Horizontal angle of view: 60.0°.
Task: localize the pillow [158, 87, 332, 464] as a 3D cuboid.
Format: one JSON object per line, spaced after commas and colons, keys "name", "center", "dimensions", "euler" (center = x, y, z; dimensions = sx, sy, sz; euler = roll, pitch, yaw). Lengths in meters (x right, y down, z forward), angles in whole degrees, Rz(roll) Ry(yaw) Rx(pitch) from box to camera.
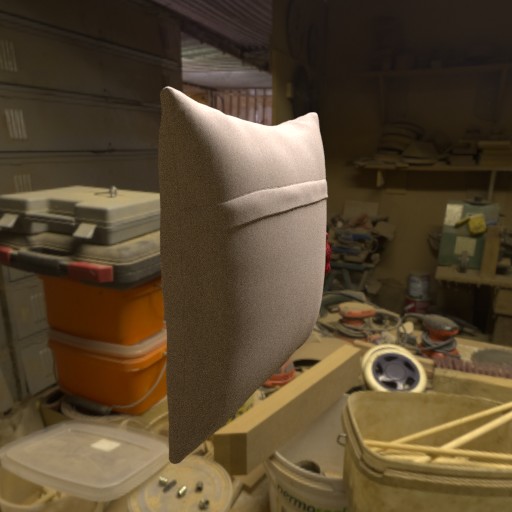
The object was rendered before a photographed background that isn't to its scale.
{"name": "pillow", "center": [0.000, 0.000, 0.669], "dimensions": [0.173, 0.436, 0.433], "euler": [7, 16, 26]}
